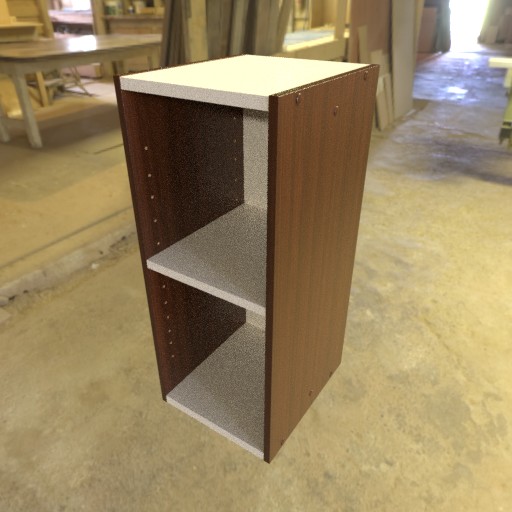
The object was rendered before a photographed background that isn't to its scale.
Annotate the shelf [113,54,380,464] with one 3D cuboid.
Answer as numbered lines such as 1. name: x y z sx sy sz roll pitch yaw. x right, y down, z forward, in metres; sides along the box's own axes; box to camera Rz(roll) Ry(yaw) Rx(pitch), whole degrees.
1. shelf: 0.000 0.000 0.767 0.253 0.600 0.290 19 35 29
